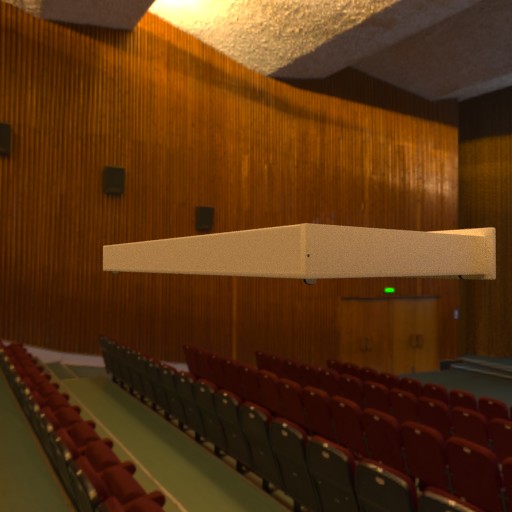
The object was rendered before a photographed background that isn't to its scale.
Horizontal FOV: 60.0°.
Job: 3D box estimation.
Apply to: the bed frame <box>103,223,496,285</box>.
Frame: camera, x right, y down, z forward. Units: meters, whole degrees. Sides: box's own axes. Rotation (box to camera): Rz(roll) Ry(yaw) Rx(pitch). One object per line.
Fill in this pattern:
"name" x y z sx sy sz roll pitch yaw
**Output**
"bed frame" 0.000 0.000 1.536 0.670 0.141 1.300 1 -1 -36
